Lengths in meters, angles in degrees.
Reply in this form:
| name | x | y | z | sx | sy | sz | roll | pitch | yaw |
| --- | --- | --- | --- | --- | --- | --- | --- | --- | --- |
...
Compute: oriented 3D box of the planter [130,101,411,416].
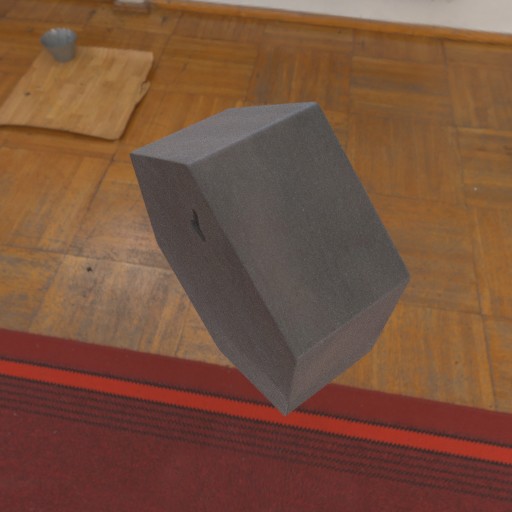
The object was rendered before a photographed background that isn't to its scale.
| name | x | y | z | sx | sy | sz | roll | pitch | yaw |
| --- | --- | --- | --- | --- | --- | --- | --- | --- | --- |
| planter | 0.000 | 0.000 | 0.294 | 0.077 | 0.206 | 0.169 | -31 | 61 | -19 |
